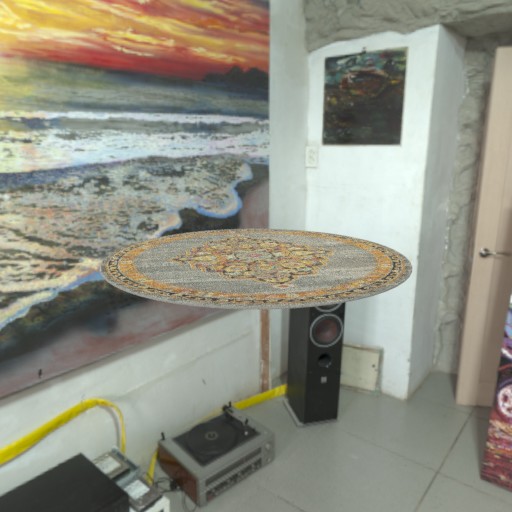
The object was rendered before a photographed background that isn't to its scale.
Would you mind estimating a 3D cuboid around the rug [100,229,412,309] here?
[{"bbox_3d":[0.000,0.000,3.566,2.382,0.014,2.382,0,14,0],"label":"rug"}]
